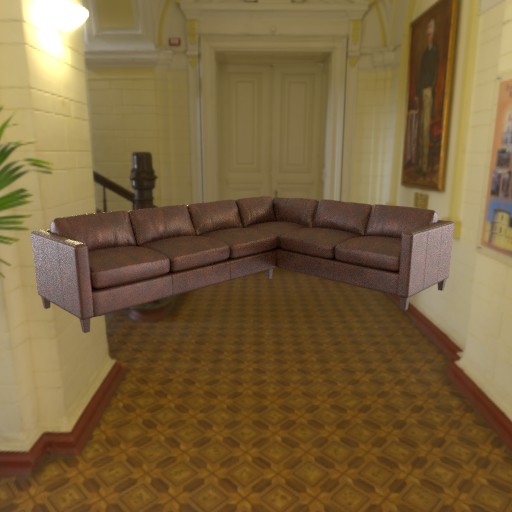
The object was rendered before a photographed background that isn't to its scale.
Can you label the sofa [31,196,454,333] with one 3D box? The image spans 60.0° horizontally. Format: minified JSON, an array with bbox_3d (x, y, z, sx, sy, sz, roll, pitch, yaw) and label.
[{"bbox_3d":[0.000,0.000,4.185,2.438,0.836,3.152,13,18,43],"label":"sofa"}]
